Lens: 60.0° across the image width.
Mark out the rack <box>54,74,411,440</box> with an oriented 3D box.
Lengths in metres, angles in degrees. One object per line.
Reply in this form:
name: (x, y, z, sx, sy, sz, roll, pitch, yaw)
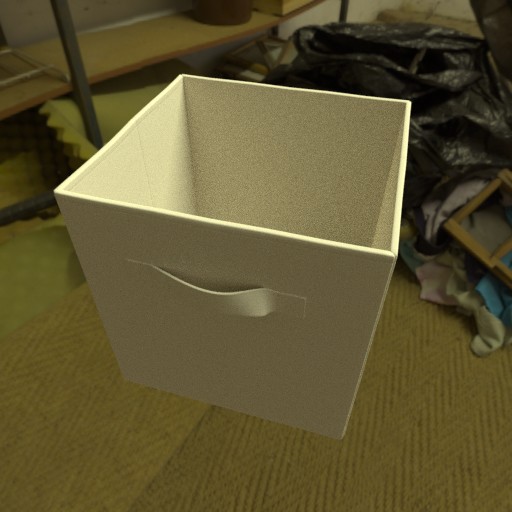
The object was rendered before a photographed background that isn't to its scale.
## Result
rack: (0.000, 0.000, 0.498, 0.270, 0.280, 0.270, 11, 44, 12)
